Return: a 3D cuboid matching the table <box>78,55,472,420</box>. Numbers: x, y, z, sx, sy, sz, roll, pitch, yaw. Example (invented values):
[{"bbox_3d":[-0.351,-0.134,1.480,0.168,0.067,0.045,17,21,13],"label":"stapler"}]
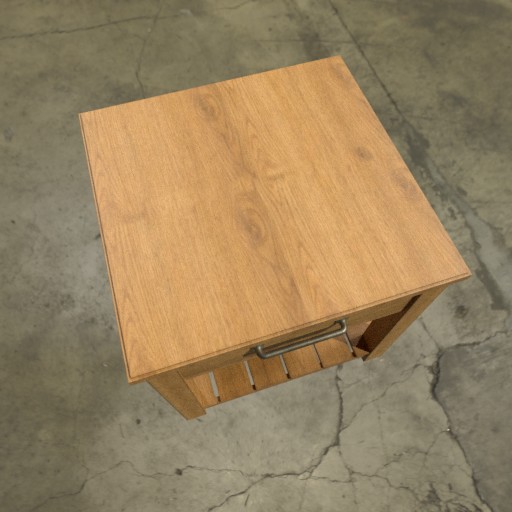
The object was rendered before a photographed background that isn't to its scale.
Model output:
[{"bbox_3d":[0.000,0.000,1.133,0.616,0.593,0.612,-16,64,-8],"label":"table"}]
